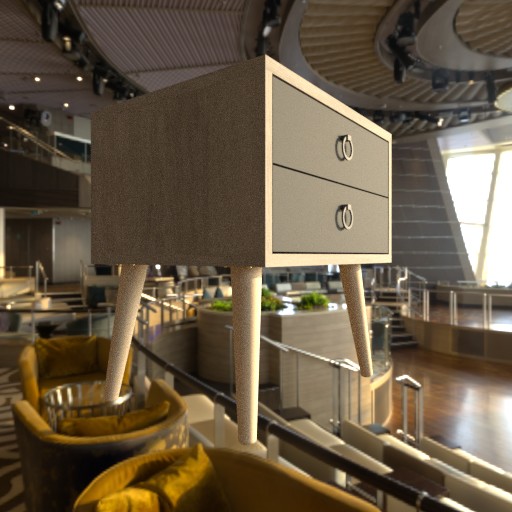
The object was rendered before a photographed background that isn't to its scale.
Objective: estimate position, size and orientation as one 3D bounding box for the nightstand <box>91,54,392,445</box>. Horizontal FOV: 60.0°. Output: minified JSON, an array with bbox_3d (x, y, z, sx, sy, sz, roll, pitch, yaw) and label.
[{"bbox_3d":[0.000,0.000,0.837,0.380,0.500,0.450,0,0,36],"label":"nightstand"}]
